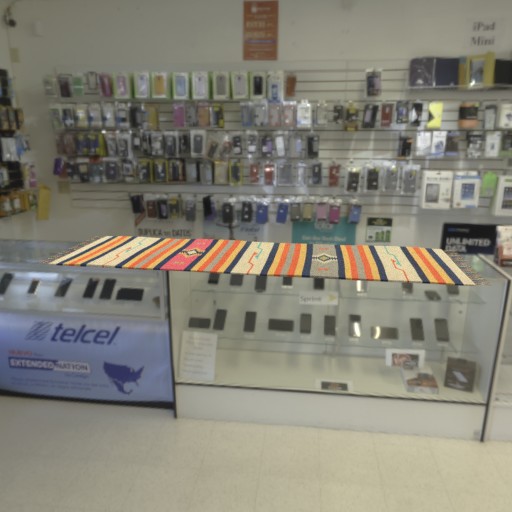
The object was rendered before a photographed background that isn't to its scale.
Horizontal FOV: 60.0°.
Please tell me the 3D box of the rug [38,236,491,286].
[{"bbox_3d":[0.000,0.000,2.682,2.455,0.017,0.695,2,16,9],"label":"rug"}]
